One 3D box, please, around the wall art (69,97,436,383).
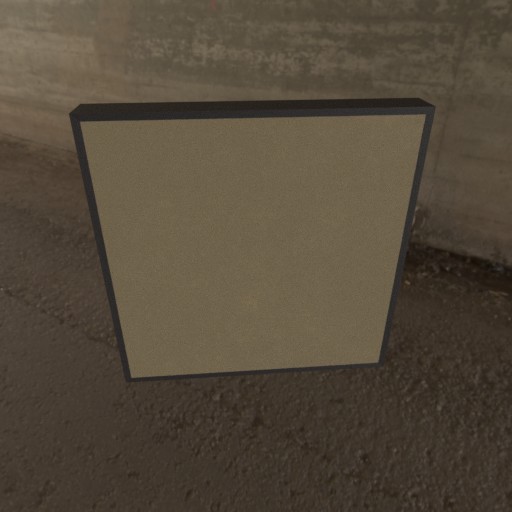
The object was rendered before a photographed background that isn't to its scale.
[{"bbox_3d":[0.000,0.000,0.456,0.302,0.300,0.036,-2,31,-4],"label":"wall art"}]
